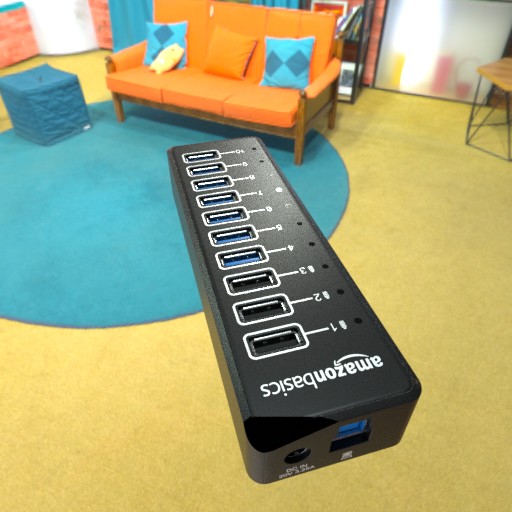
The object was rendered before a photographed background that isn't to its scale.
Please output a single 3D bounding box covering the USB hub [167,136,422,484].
[{"bbox_3d":[0.000,0.000,0.160,0.044,0.023,0.145,-11,42,-12],"label":"USB hub"}]
